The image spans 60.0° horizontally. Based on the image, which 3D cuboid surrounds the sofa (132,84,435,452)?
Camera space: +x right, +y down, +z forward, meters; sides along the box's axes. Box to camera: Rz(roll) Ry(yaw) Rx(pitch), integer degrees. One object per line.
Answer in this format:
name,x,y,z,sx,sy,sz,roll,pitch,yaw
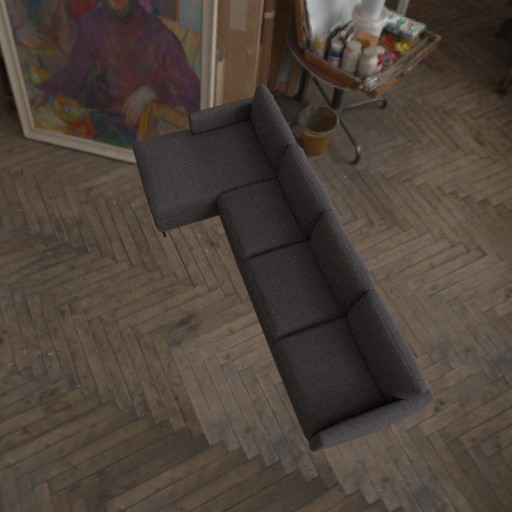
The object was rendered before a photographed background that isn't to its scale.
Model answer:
sofa,0.000,0.000,3.216,1.258,0.754,2.731,-18,63,-9
